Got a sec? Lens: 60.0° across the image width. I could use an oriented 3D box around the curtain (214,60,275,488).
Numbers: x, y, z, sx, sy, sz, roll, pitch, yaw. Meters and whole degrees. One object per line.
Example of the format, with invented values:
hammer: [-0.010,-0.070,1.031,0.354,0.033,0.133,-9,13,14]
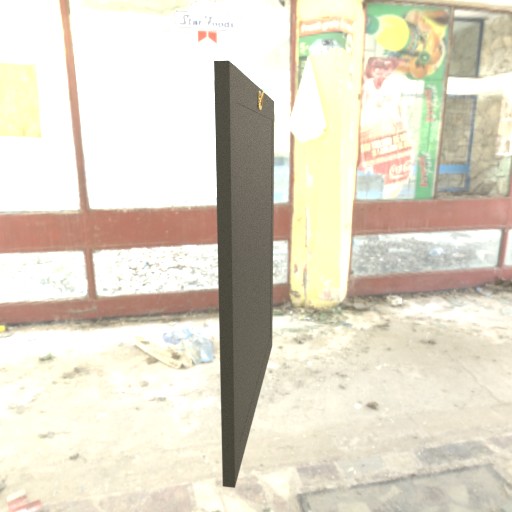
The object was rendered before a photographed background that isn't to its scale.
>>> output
curtain: [0.000,0.000,0.815,0.027,0.585,0.483,2,14,8]
